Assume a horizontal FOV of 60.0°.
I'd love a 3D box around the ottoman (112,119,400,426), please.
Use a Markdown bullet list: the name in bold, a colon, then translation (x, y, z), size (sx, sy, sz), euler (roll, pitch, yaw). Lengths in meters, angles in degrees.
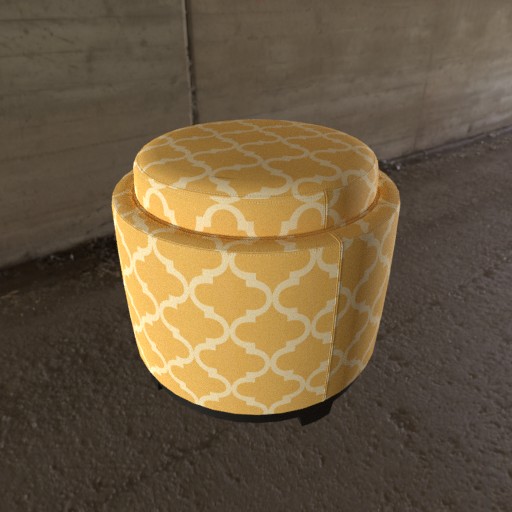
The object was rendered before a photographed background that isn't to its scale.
- **ottoman**: translation (0.000, 0.000, 0.825), size (0.480, 0.429, 0.480), euler (0, 31, 0)
